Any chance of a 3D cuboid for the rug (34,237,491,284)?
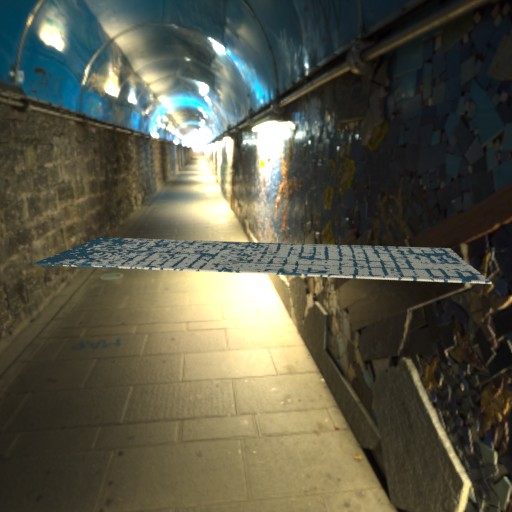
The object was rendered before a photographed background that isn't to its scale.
[{"bbox_3d":[0.000,0.000,2.692,2.435,0.011,0.750,2,14,8],"label":"rug"}]
